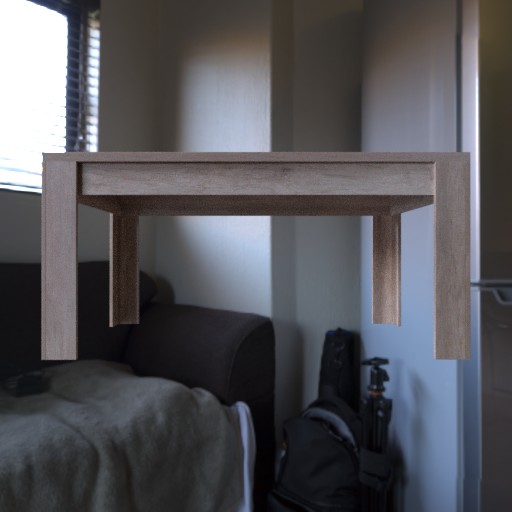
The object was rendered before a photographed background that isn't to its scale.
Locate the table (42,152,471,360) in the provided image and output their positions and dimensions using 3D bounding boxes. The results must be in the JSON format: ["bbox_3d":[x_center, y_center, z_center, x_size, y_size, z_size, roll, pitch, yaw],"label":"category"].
[{"bbox_3d":[0.000,0.000,2.103,1.600,0.775,0.900,0,0,0],"label":"table"}]
